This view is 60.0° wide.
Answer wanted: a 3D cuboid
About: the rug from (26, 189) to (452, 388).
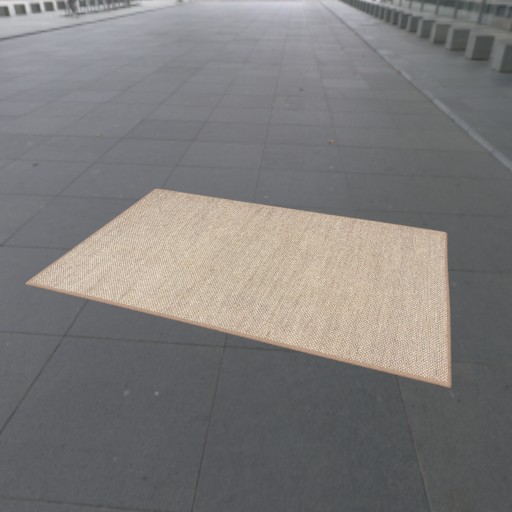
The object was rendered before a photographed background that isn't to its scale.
[{"bbox_3d":[0.000,0.000,2.035,1.668,0.012,1.061,11,33,17],"label":"rug"}]
